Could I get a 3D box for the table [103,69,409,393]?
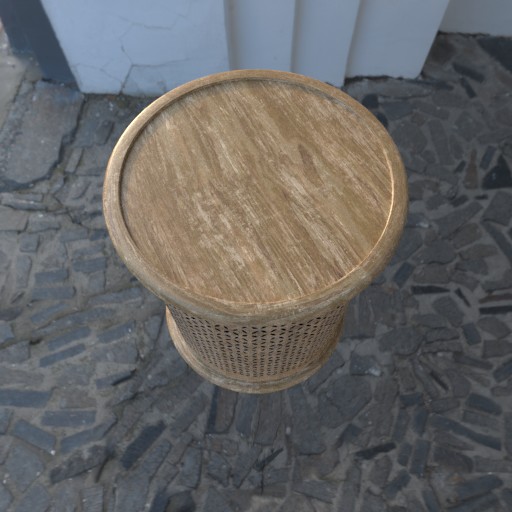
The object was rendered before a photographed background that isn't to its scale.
[{"bbox_3d":[0.000,0.000,0.802,0.407,0.482,0.407,0,63,0],"label":"table"}]
